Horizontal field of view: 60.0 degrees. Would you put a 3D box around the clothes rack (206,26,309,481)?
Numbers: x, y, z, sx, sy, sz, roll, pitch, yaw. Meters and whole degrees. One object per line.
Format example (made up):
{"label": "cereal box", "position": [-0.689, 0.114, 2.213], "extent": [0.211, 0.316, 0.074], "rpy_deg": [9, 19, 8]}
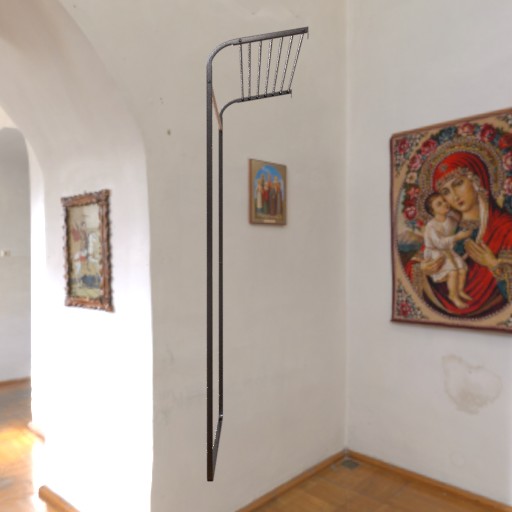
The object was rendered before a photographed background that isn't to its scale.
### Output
{"label": "clothes rack", "position": [0.000, 0.000, 1.820], "extent": [0.349, 1.574, 0.609], "rpy_deg": [0, 1, -1]}
